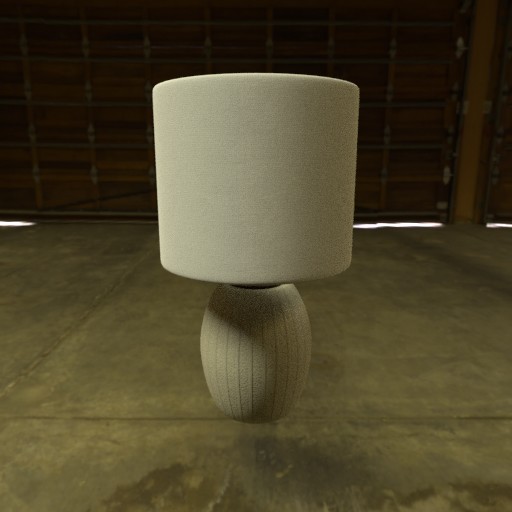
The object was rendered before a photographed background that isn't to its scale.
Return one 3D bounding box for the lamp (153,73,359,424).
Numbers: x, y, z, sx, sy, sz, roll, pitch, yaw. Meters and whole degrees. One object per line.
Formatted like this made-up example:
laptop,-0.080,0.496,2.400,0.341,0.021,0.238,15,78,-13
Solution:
lamp,0.000,0.000,0.781,0.329,0.570,0.329,-12,18,-43
